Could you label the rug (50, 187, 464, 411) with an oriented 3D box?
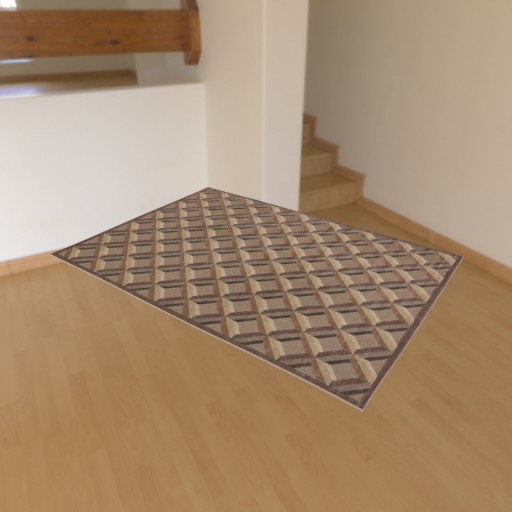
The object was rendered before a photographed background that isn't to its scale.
[{"bbox_3d":[0.000,0.000,2.960,2.260,0.013,1.600,20,35,31],"label":"rug"}]
